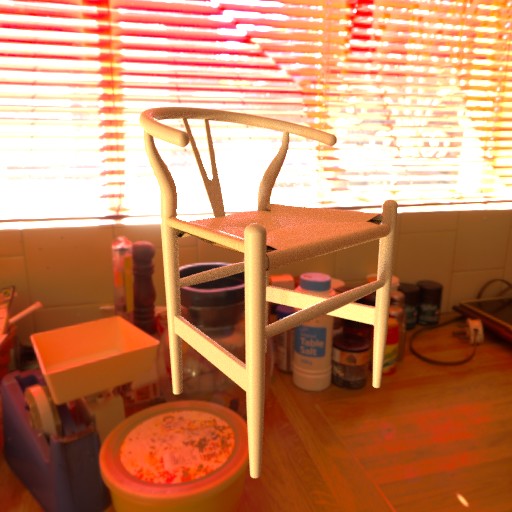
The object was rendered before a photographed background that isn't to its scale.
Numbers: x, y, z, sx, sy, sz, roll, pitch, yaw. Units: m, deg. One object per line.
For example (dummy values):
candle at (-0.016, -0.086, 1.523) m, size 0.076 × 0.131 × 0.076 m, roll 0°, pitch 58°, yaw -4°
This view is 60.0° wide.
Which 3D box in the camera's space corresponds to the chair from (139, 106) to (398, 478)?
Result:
chair at (0.000, 0.000, 1.116) m, size 0.500 × 0.736 × 0.533 m, roll 14°, pitch 20°, yaw 43°
